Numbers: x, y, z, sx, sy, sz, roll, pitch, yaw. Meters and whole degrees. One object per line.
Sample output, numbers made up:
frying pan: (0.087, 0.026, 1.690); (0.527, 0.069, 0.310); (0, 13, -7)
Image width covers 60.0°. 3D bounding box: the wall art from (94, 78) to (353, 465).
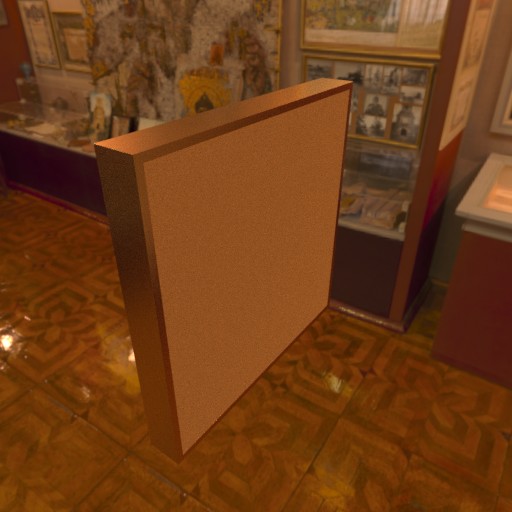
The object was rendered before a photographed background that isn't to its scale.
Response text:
wall art: (0.000, 0.000, 0.460); (0.038, 0.304, 0.304); (21, 37, 30)
